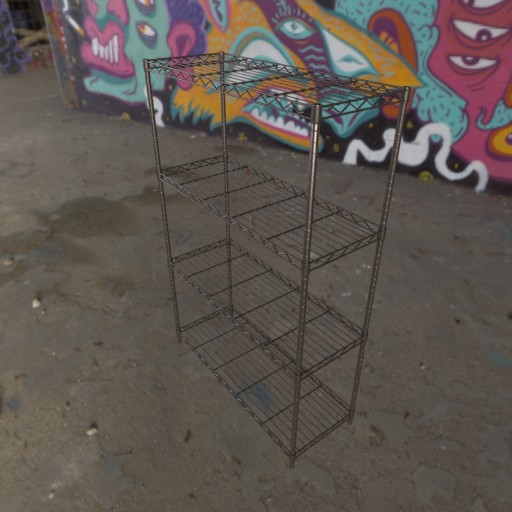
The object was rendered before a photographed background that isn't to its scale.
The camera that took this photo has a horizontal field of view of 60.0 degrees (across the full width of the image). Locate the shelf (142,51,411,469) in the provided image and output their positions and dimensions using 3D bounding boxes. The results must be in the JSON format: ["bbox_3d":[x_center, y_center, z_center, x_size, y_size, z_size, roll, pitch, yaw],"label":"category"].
[{"bbox_3d":[0.000,0.000,1.741,0.352,1.361,0.907,-22,38,-31],"label":"shelf"}]
